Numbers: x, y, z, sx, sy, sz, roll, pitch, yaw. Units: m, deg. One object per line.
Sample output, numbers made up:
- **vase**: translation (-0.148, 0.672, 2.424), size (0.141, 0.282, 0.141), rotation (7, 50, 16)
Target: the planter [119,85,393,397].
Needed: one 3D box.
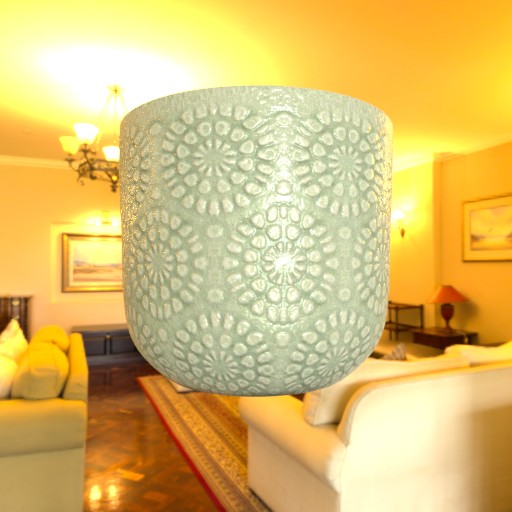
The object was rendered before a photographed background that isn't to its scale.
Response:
- **planter**: translation (0.000, 0.000, 0.284), size (0.169, 0.153, 0.169), rotation (0, -1, 0)
